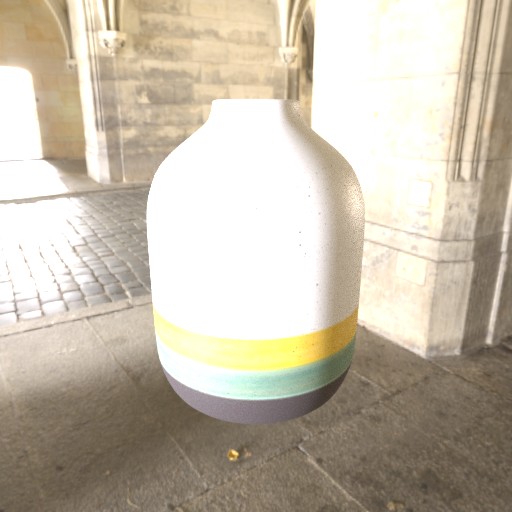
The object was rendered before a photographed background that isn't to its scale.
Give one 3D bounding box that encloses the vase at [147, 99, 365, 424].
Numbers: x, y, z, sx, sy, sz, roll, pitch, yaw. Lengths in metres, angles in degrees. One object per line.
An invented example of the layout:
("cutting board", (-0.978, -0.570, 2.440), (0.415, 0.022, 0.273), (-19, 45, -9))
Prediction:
("vase", (0.000, 0.000, 0.363), (0.169, 0.240, 0.169), (0, 18, 0))
